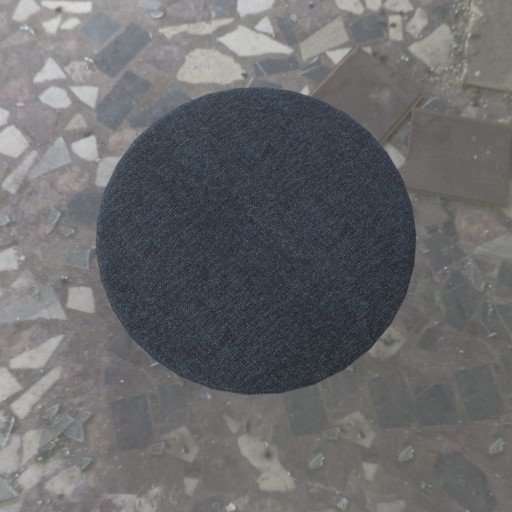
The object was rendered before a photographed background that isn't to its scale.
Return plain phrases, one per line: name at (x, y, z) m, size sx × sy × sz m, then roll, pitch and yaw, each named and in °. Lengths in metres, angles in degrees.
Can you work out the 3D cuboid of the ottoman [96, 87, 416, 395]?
ottoman at (0.000, 0.000, 0.867) m, size 0.500 × 0.419 × 0.500 m, roll 0°, pitch 76°, yaw 0°
